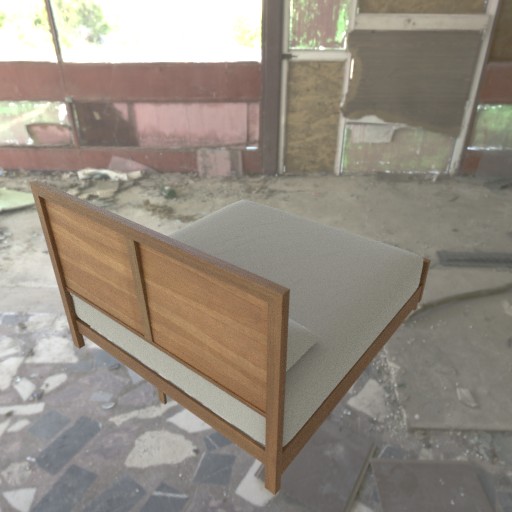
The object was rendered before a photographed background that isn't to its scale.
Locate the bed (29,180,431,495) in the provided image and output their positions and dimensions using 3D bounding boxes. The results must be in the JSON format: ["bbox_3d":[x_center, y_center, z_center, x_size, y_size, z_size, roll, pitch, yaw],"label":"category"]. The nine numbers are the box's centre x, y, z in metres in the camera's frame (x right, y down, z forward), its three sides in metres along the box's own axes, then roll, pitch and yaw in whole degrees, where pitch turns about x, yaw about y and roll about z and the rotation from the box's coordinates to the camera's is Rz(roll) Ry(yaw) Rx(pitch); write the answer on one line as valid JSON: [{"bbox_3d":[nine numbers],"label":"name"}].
[{"bbox_3d":[0.000,0.000,3.417,2.003,1.387,2.184,22,37,32],"label":"bed"}]
